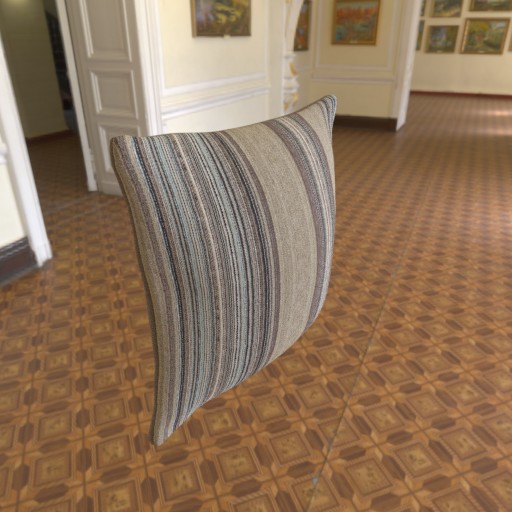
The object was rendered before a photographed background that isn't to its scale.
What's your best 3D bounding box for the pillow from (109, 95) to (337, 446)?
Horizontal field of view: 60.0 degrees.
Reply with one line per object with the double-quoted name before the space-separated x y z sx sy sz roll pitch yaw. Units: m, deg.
"pillow" 0.000 0.000 0.657 0.189 0.416 0.435 19 32 33
